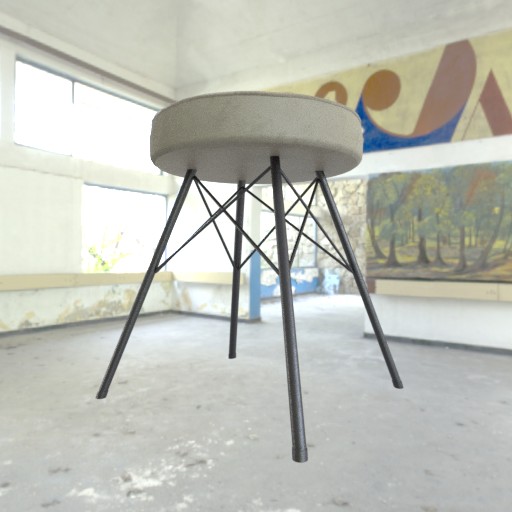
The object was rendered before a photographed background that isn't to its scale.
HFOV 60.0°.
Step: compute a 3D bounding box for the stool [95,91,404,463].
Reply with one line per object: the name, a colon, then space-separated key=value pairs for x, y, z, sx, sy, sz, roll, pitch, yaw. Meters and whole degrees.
stool: x=0.000 y=0.000 z=0.877 sx=0.457 sy=0.538 sz=0.423 roll=0 pitch=0 yaw=36
